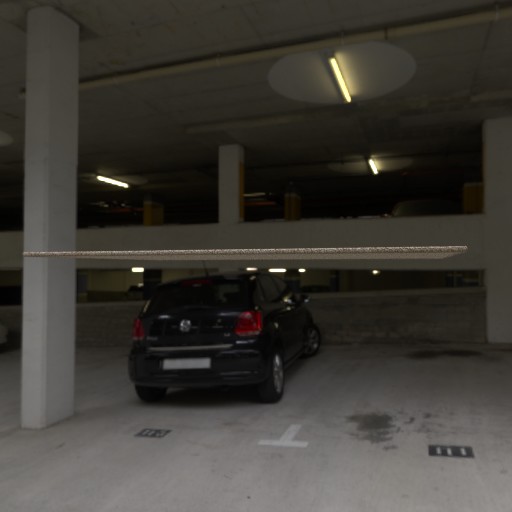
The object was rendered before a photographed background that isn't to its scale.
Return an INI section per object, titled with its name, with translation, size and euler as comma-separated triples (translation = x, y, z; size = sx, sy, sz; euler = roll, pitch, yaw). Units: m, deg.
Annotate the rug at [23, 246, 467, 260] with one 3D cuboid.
[rug]
translation = 0.000, 0.000, 2.895
size = 2.346, 0.025, 1.500
euler = -1, -2, 19
